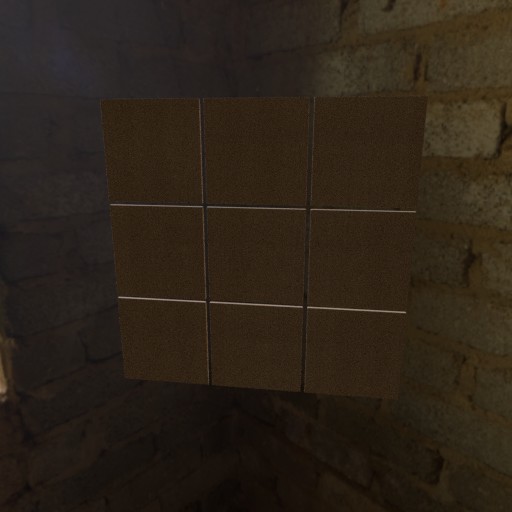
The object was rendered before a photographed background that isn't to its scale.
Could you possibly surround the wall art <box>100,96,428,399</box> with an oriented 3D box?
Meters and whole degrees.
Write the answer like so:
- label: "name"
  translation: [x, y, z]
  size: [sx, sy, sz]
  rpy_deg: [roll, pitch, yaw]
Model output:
- label: "wall art"
  translation: [0.000, 0.000, 1.806]
  size: [1.219, 1.218, 0.013]
  rpy_deg: [2, 16, 8]
